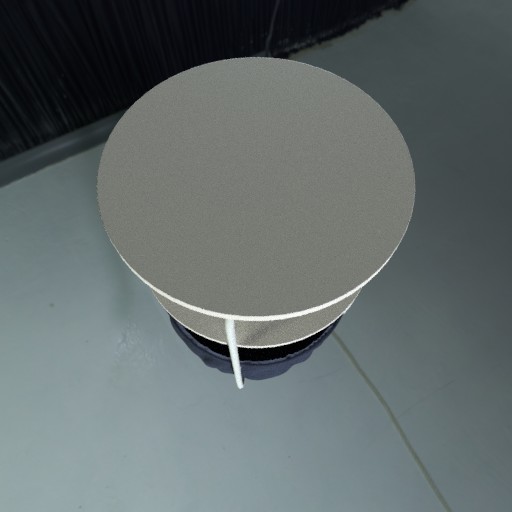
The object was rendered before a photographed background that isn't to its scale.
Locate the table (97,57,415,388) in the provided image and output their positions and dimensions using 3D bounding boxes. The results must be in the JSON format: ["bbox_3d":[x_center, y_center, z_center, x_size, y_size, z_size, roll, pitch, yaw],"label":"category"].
[{"bbox_3d":[0.000,0.000,0.827,0.418,0.532,0.418,-33,68,-15],"label":"table"}]
